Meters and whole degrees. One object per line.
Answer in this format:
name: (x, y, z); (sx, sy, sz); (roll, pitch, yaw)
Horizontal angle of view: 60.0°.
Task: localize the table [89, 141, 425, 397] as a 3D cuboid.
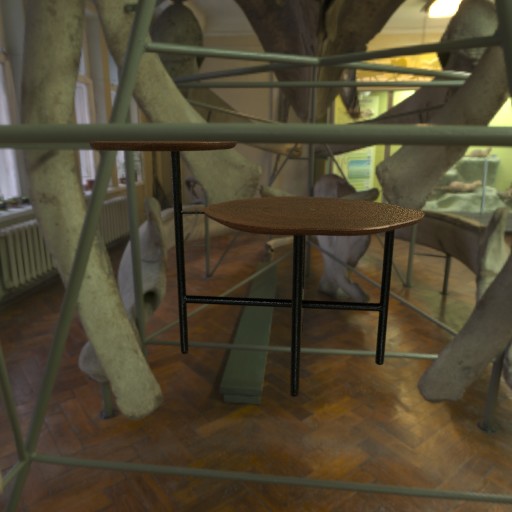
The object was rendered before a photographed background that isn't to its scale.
table: (0.000, 0.000, 1.079); (0.759, 0.538, 0.442); (2, 15, 7)
